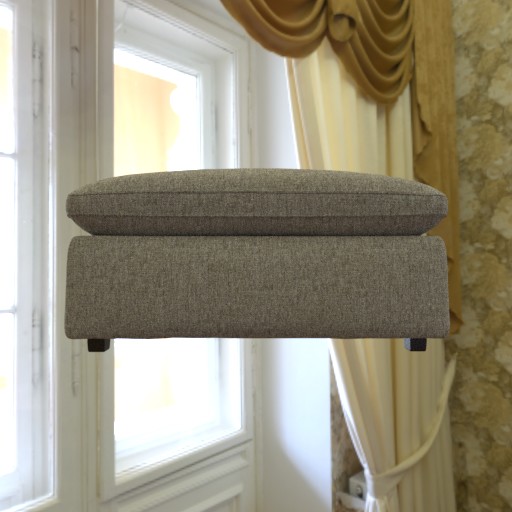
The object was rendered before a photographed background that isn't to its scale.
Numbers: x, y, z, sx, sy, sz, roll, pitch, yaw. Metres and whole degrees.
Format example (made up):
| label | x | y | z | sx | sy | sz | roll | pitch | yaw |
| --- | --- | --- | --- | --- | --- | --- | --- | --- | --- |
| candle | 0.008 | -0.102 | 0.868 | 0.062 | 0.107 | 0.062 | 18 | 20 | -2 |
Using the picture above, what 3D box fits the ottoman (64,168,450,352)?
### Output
| label | x | y | z | sx | sy | sz | roll | pitch | yaw |
| --- | --- | --- | --- | --- | --- | --- | --- | --- | --- |
| ottoman | 0.000 | 0.000 | 1.640 | 1.039 | 0.526 | 1.035 | 0 | -1 | -1 |
